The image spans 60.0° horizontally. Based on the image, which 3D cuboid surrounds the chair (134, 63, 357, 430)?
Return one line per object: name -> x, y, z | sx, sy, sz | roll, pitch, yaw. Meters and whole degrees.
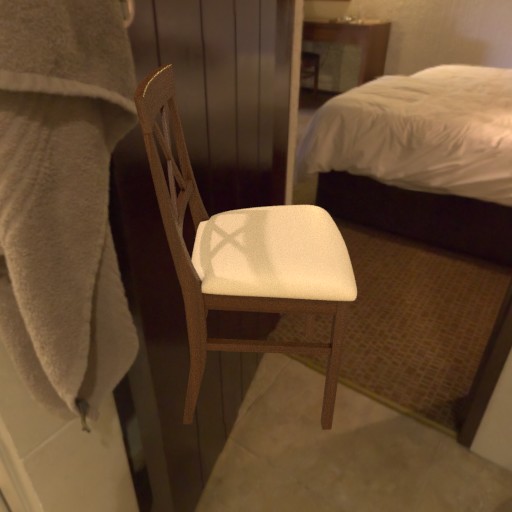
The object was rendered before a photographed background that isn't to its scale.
chair -> 0.000, 0.000, 1.197 | 0.480, 0.913, 0.440 | -1, 32, -1
